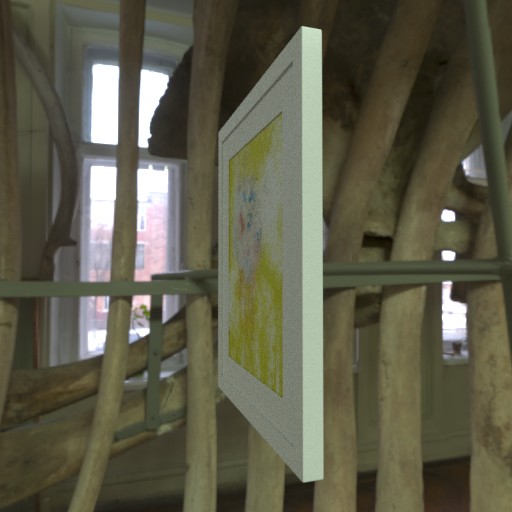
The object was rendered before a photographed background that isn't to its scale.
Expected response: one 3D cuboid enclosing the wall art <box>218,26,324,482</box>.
[{"bbox_3d":[0.000,0.000,0.758,0.028,0.556,0.454,0,-2,-18],"label":"wall art"}]
